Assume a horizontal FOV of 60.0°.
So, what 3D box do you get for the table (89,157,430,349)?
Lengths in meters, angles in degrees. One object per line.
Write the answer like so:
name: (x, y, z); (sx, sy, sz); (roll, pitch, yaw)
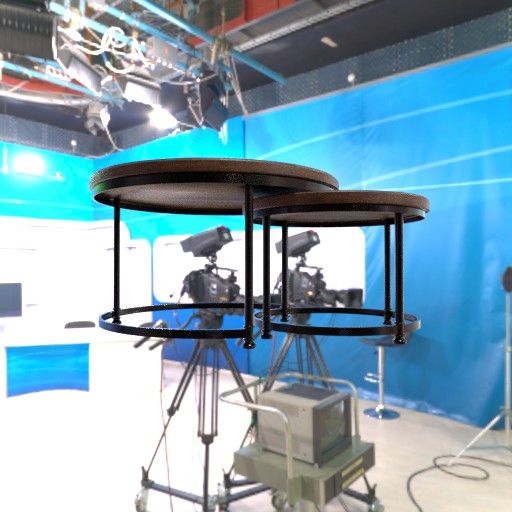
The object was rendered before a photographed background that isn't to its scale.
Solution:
table: (0.000, 0.000, 1.610); (1.152, 0.516, 0.870); (0, -1, -1)
